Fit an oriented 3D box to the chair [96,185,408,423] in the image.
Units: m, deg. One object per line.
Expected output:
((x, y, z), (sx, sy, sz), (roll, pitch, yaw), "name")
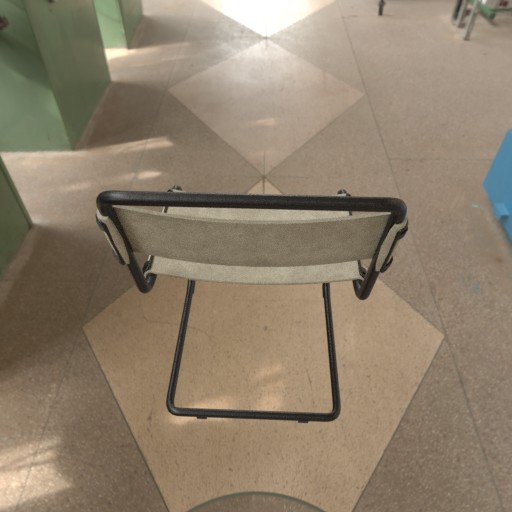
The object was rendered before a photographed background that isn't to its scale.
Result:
((0.000, 0.000, 1.070), (0.499, 0.747, 0.497), (2, 46, 2), "chair")
